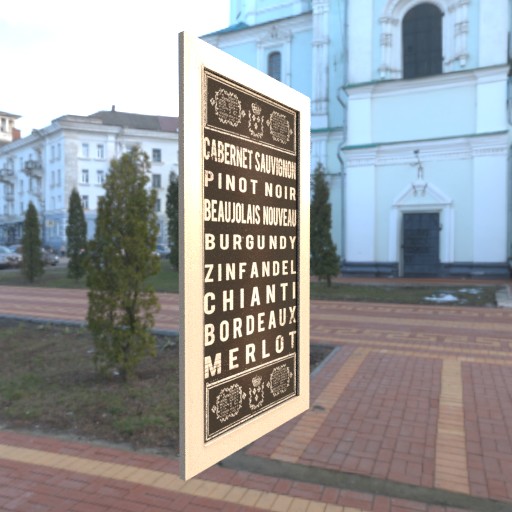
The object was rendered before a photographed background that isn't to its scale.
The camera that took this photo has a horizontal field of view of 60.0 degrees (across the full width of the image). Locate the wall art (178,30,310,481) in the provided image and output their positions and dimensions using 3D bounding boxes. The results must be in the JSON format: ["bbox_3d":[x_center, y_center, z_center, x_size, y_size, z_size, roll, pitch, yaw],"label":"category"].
[{"bbox_3d":[0.000,0.000,0.827,0.013,0.683,0.380,1,2,37],"label":"wall art"}]
